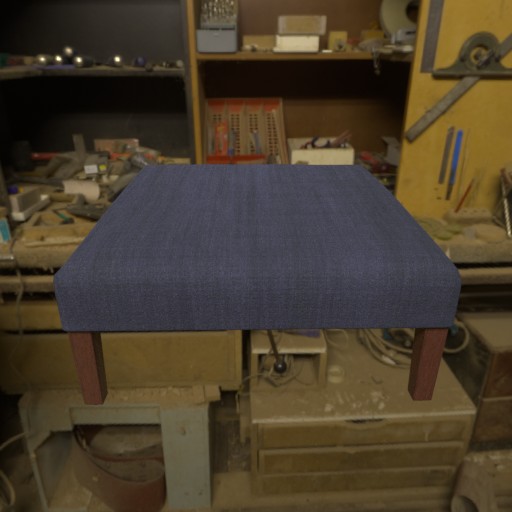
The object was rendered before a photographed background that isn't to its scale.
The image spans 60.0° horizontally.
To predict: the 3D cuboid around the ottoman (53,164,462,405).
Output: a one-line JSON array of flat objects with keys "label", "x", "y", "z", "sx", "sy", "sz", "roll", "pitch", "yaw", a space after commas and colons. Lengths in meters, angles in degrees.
[{"label": "ottoman", "x": 0.000, "y": 0.000, "z": 1.408, "sx": 0.889, "sy": 0.411, "sz": 0.890, "roll": 0, "pitch": 26, "yaw": -1}]
